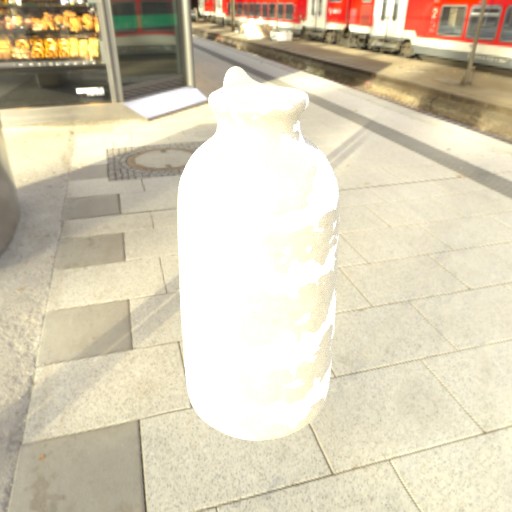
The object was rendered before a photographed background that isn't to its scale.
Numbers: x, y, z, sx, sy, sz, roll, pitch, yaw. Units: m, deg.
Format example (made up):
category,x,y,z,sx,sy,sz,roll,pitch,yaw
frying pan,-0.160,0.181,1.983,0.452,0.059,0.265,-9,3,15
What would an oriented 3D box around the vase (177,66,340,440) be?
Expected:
category,x,y,z,sx,sy,sz,roll,pitch,yaw
vase,0.000,0.000,0.501,0.186,0.382,0.203,-9,31,-16
